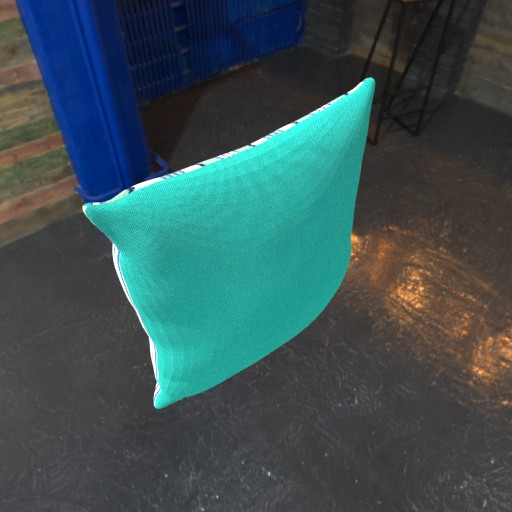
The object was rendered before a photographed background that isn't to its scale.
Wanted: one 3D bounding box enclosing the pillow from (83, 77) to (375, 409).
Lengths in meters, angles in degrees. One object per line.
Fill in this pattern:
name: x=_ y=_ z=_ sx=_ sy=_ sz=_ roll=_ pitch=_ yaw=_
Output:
pillow: x=0.000 y=0.000 z=0.678 sx=0.440 sy=0.441 sz=0.182 roll=-30 pitch=53 yaw=-26
